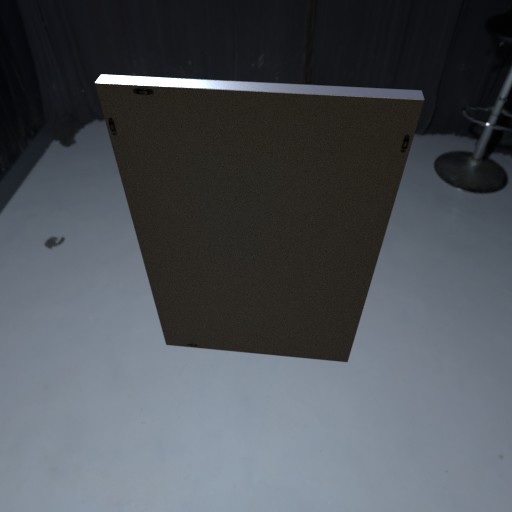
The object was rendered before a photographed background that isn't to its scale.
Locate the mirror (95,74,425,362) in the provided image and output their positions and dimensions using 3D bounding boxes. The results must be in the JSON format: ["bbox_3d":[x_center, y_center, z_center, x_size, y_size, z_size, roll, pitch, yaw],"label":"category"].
[{"bbox_3d":[0.000,0.000,1.156,0.609,0.915,0.040,5,47,4],"label":"mirror"}]
